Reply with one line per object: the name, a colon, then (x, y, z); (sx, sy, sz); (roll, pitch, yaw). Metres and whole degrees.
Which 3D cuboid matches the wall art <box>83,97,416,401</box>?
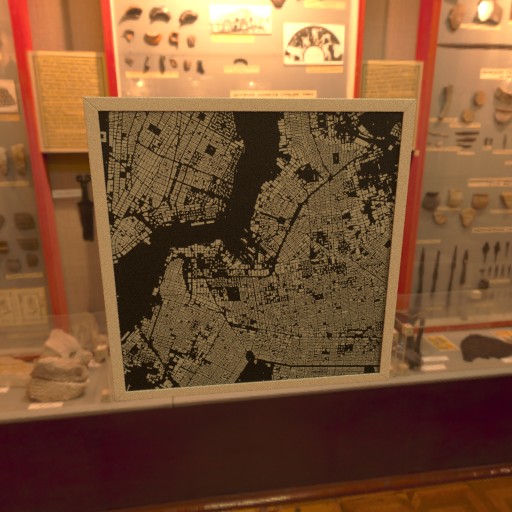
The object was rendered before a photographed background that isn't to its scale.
wall art: (0.000, 0.000, 1.137); (0.761, 0.762, 0.050); (-2, 17, -7)
